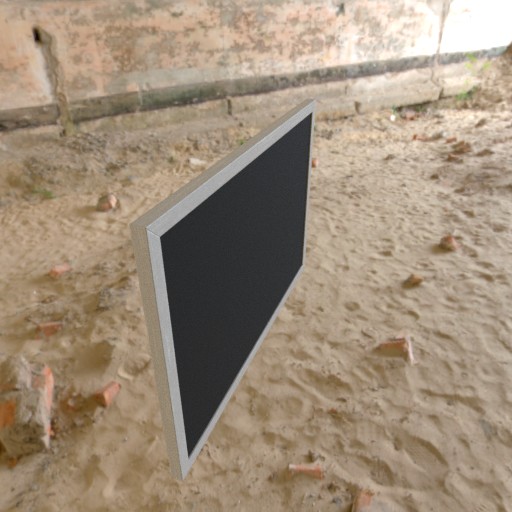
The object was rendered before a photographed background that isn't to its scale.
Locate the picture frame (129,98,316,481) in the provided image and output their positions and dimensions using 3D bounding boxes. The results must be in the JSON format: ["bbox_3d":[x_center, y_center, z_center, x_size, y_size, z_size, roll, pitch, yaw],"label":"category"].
[{"bbox_3d":[0.000,0.000,1.206,0.029,0.640,0.950,12,33,19],"label":"picture frame"}]
